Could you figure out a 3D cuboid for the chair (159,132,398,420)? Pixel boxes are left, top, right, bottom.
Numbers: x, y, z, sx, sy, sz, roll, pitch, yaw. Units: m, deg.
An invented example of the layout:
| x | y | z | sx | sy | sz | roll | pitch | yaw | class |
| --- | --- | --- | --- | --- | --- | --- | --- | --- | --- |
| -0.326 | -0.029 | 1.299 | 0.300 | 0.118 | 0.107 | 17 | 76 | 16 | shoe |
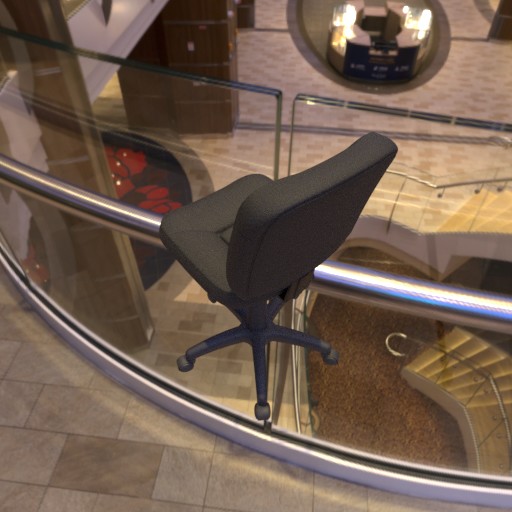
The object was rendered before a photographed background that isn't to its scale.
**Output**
| x | y | z | sx | sy | sz | roll | pitch | yaw | class |
| --- | --- | --- | --- | --- | --- | --- | --- | --- | --- |
| 0.000 | 0.000 | 1.385 | 0.610 | 0.972 | 0.610 | -30 | 53 | -26 | chair |
